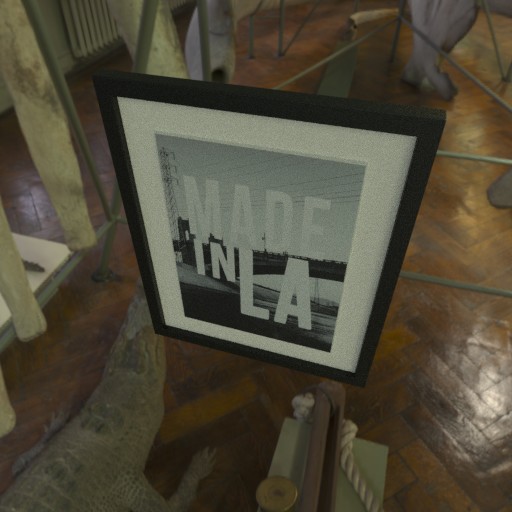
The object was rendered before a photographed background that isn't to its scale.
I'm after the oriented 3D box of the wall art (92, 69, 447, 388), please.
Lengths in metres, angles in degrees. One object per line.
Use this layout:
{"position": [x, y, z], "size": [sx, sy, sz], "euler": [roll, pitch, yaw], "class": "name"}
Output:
{"position": [0.000, 0.000, 0.745], "size": [0.457, 0.559, 0.028], "euler": [12, 43, 13], "class": "wall art"}
